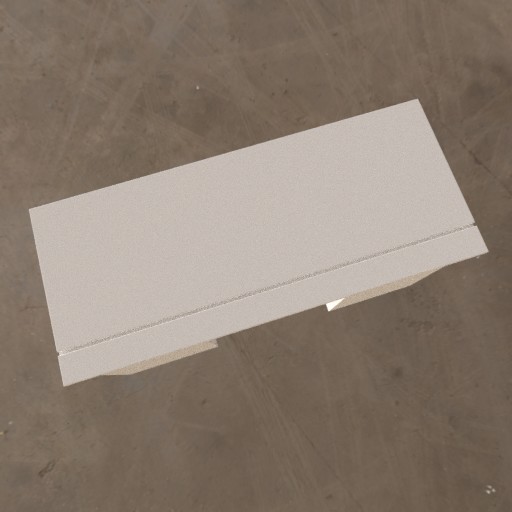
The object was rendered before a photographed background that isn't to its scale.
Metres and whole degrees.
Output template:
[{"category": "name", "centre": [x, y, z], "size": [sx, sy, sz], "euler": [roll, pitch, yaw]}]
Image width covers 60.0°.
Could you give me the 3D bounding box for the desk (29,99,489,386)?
[{"category": "desk", "centre": [0.000, 0.000, 2.014], "size": [1.580, 0.760, 0.670], "euler": [-17, 76, -4]}]
